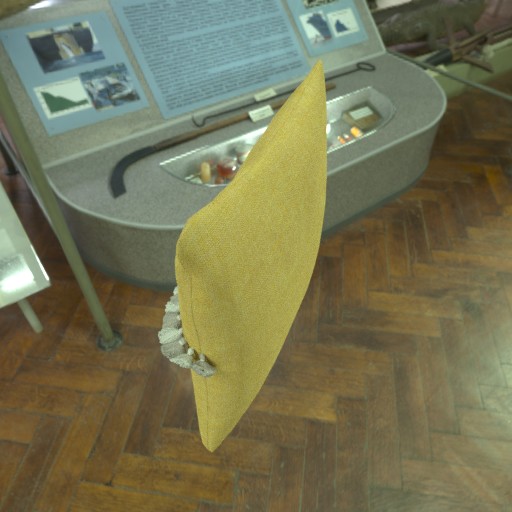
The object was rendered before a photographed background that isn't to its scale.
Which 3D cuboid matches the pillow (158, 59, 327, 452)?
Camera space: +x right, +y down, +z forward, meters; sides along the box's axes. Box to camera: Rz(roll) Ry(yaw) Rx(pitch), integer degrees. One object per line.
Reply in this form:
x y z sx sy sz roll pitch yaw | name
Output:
0.000 0.000 0.737 0.167 0.481 0.485 17 47 16 | pillow
